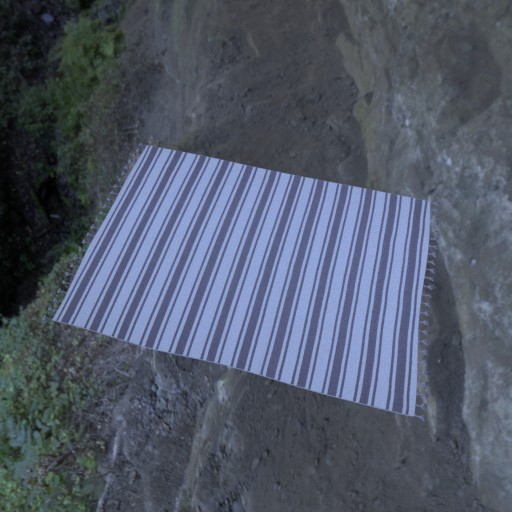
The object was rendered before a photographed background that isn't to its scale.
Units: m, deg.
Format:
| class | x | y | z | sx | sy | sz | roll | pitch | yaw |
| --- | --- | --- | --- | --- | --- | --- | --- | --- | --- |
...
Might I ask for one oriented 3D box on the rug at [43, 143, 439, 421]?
| class | x | y | z | sx | sy | sz | roll | pitch | yaw |
| --- | --- | --- | --- | --- | --- | --- | --- | --- | --- |
| rug | 0.000 | 0.000 | 3.838 | 3.040 | 0.017 | 2.030 | 13 | 59 | 8 |
